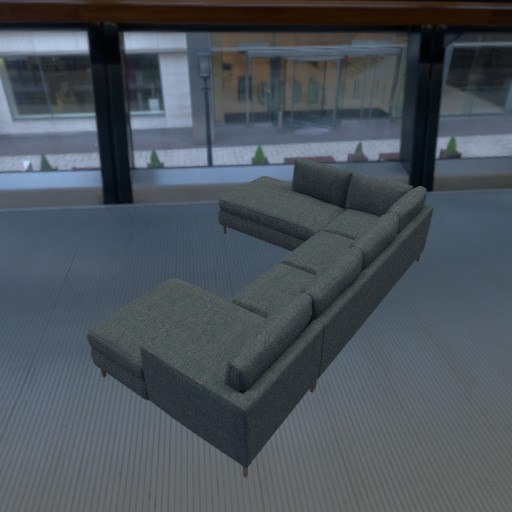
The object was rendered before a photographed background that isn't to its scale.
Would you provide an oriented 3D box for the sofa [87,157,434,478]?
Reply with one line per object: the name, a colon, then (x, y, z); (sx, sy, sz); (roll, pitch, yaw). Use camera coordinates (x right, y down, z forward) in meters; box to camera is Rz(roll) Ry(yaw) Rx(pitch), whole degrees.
sofa: (0.000, 0.000, 3.503); (1.879, 0.753, 2.737); (22, 38, 30)
